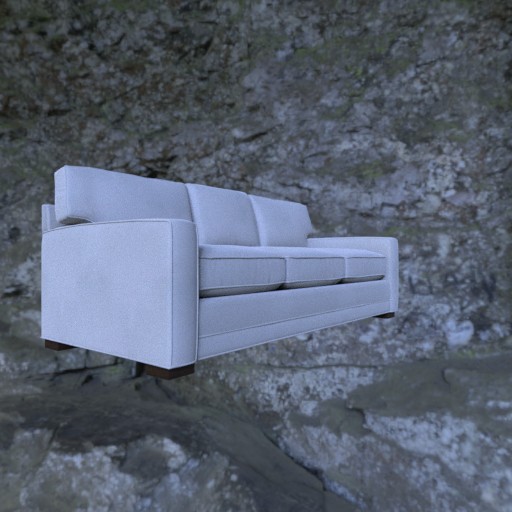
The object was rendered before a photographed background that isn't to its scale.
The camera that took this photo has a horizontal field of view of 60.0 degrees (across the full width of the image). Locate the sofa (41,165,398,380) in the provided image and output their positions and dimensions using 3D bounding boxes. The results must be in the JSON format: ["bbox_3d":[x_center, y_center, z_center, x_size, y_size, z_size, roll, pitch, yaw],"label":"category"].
[{"bbox_3d":[0.000,0.000,2.607,0.935,0.862,2.088,0,0,39],"label":"sofa"}]
